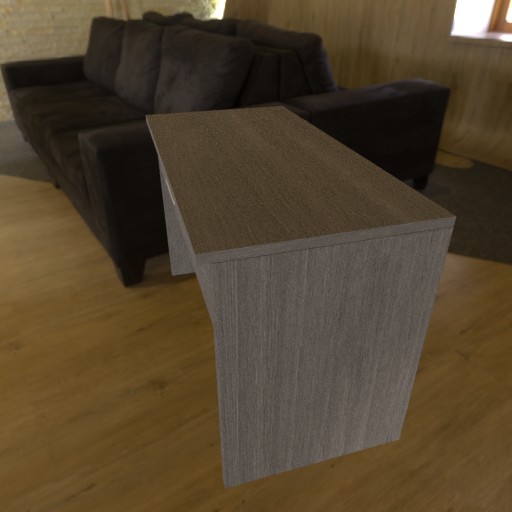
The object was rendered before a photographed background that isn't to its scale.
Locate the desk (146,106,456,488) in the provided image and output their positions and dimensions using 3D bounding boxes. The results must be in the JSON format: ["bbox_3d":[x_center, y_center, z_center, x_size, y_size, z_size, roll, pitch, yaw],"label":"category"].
[{"bbox_3d":[0.000,0.000,1.508,0.557,0.729,1.099,-9,32,-14],"label":"desk"}]
